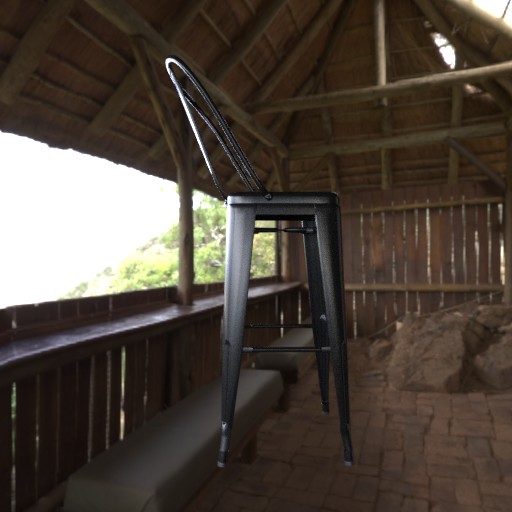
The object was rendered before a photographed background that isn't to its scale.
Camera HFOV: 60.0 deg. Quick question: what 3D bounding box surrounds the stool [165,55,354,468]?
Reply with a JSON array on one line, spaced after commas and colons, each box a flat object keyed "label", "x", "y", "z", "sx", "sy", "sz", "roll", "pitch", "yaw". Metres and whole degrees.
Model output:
[{"label": "stool", "x": 0.000, "y": 0.000, "z": 1.325, "sx": 0.513, "sy": 1.096, "sz": 0.399, "roll": 0, "pitch": 2, "yaw": -1}]
